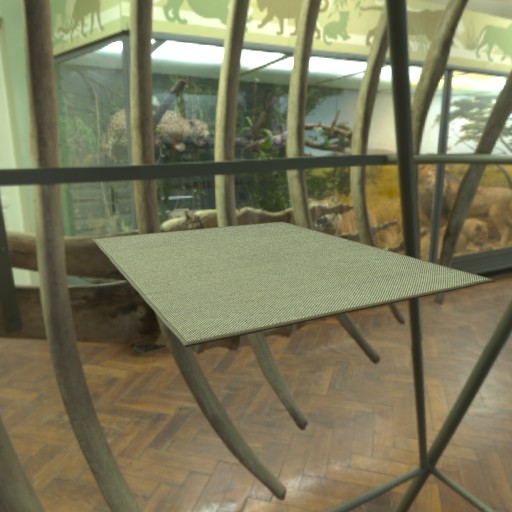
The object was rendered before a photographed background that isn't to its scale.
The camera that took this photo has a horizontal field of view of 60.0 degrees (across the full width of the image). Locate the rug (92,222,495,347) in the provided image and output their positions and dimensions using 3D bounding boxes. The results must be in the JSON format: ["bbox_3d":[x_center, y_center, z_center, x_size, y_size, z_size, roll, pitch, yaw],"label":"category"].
[{"bbox_3d":[0.000,0.000,4.032,2.413,0.020,3.041,-7,15,-27],"label":"rug"}]
